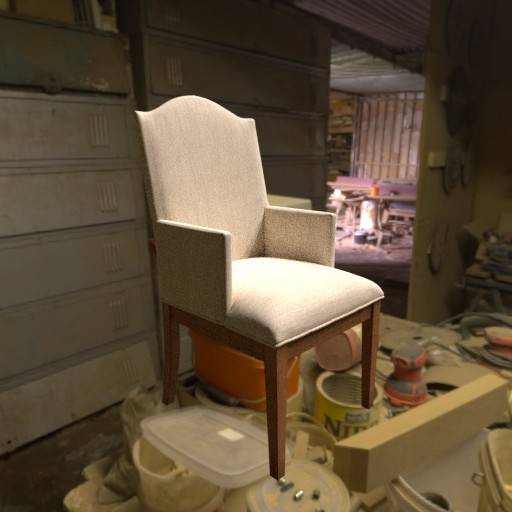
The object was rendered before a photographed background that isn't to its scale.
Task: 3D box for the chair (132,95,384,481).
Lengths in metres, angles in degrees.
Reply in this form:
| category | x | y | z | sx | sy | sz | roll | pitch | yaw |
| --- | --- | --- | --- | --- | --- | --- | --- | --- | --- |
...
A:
| category | x | y | z | sx | sy | sz | roll | pitch | yaw |
| --- | --- | --- | --- | --- | --- | --- | --- | --- | --- |
| chair | 0.000 | 0.000 | 1.417 | 0.641 | 1.016 | 0.533 | 13 | 19 | 43 |
